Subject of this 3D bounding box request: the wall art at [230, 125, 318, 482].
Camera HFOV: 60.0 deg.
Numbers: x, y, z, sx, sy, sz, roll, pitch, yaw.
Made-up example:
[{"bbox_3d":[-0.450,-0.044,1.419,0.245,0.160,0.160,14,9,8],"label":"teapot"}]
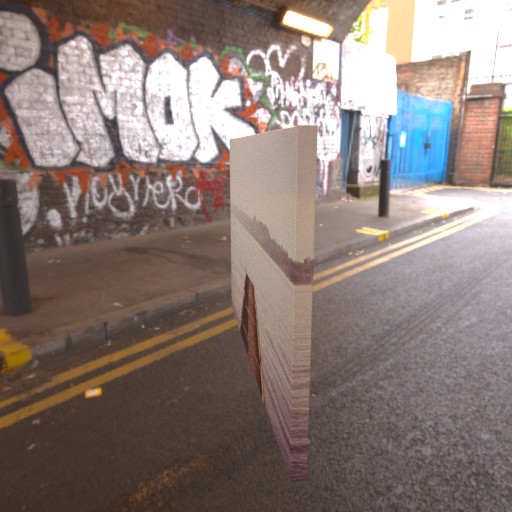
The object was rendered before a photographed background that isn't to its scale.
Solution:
[{"bbox_3d":[0.000,0.000,0.777,0.021,0.410,0.615,-2,14,-9],"label":"wall art"}]
